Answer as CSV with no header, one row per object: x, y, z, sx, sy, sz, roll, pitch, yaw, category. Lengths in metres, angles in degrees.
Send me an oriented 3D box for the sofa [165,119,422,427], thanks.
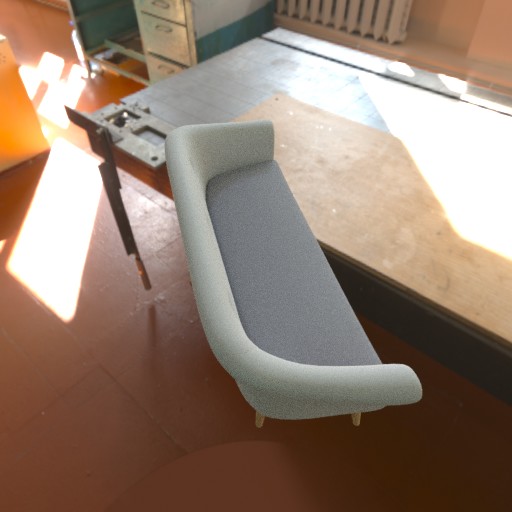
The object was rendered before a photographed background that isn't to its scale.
0.000,0.000,2.501,0.827,0.795,2.160,-11,47,-10,sofa
